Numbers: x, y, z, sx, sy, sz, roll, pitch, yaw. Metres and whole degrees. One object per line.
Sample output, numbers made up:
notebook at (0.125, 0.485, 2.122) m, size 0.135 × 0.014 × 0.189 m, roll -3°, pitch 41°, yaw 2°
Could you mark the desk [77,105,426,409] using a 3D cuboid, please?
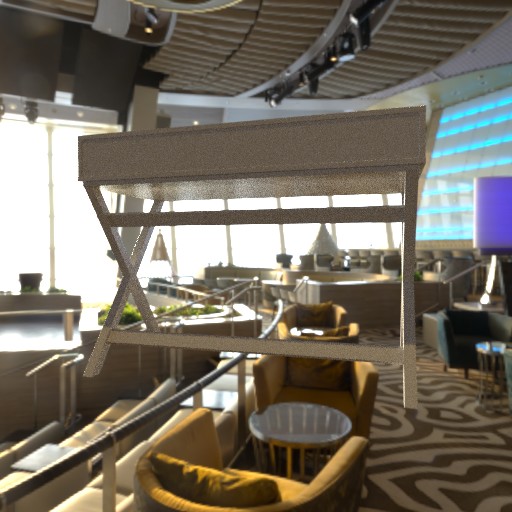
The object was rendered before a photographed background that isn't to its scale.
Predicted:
desk at (0.000, 0.000, 1.528) m, size 1.059 × 0.780 × 0.509 m, roll 0°, pitch 1°, yaw 17°
